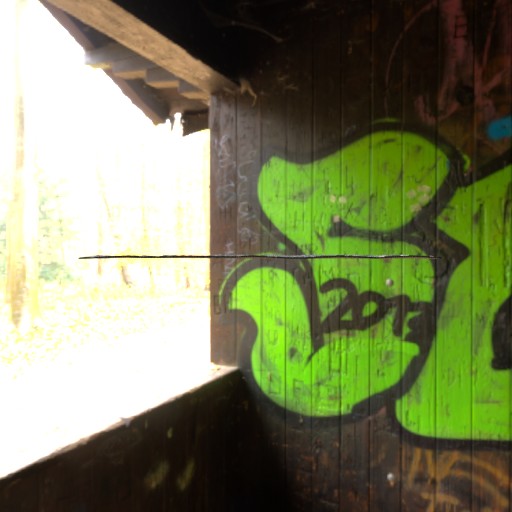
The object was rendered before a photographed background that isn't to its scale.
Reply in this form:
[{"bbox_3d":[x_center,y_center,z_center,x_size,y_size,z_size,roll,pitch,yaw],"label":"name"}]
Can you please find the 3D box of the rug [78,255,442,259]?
[{"bbox_3d":[0.000,0.000,3.078,1.529,0.017,2.448,0,0,-1],"label":"rug"}]
